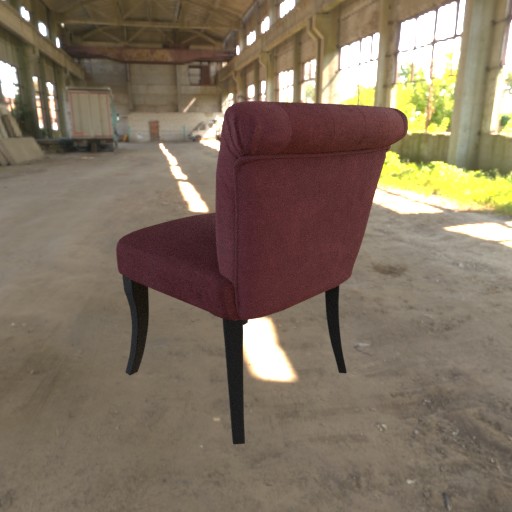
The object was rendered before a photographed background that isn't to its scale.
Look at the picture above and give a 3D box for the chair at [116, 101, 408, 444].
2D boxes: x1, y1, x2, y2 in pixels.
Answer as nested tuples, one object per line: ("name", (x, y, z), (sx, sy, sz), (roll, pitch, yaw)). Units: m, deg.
("chair", (0.000, 0.000, 1.178), (0.605, 0.750, 0.582), (16, 23, 42))
